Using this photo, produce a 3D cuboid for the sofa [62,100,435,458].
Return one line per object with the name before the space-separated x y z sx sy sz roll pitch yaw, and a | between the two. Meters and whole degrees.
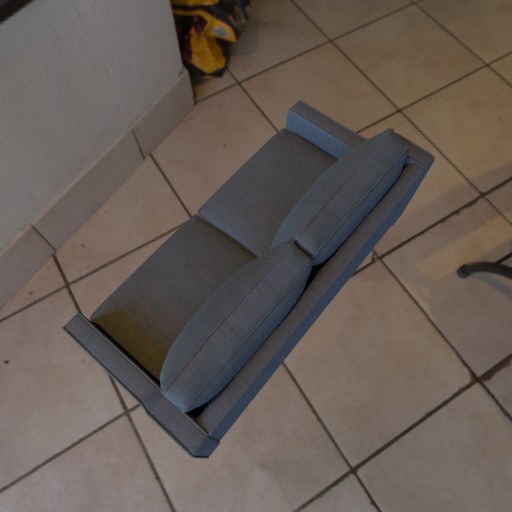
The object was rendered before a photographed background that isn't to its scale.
sofa | 0.000 0.000 2.818 1.066 1.071 2.178 37 70 16
